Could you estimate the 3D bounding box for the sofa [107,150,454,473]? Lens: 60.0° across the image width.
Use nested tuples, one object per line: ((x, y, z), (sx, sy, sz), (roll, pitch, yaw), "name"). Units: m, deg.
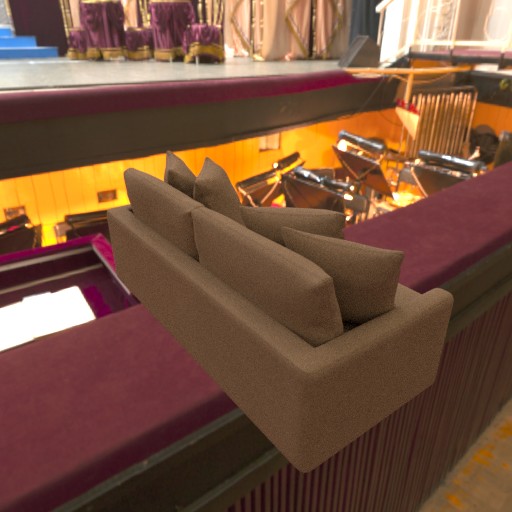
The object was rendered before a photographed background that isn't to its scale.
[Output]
((0.000, 0.000, 3.022), (1.228, 1.084, 2.380), (-19, 32, -32), "sofa")
